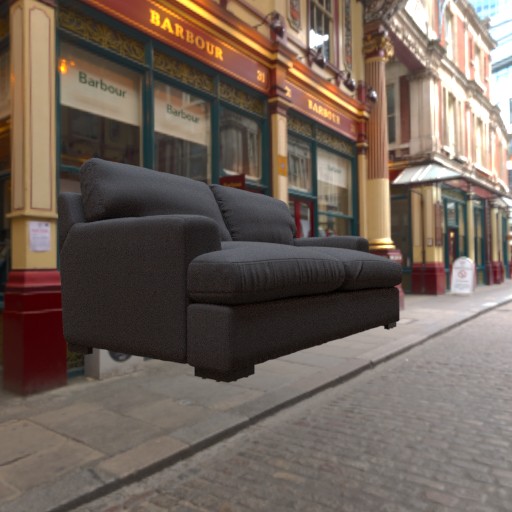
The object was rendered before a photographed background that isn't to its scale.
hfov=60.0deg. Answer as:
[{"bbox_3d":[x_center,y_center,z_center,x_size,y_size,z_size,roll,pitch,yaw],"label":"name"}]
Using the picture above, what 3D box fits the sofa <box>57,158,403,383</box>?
[{"bbox_3d":[0.000,0.000,2.576,1.143,0.940,1.880,-1,-2,36],"label":"sofa"}]
